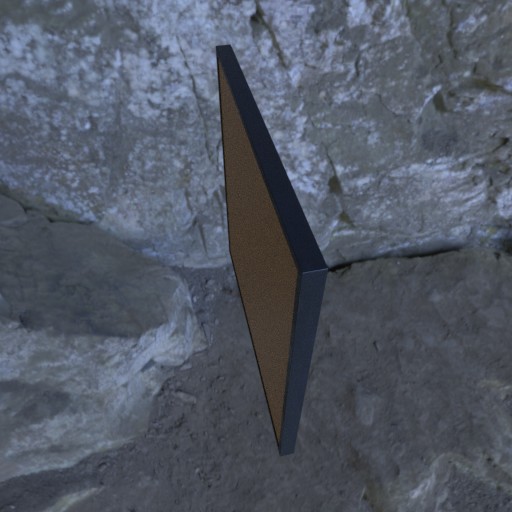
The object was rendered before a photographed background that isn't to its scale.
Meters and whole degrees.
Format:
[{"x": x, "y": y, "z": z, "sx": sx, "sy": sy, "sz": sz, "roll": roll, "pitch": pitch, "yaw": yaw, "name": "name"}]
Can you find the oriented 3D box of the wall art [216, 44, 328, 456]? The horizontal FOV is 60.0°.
[{"x": 0.000, "y": 0.000, "z": 1.150, "sx": 0.039, "sy": 0.763, "sz": 0.763, "roll": -9, "pitch": 49, "yaw": -8, "name": "wall art"}]
